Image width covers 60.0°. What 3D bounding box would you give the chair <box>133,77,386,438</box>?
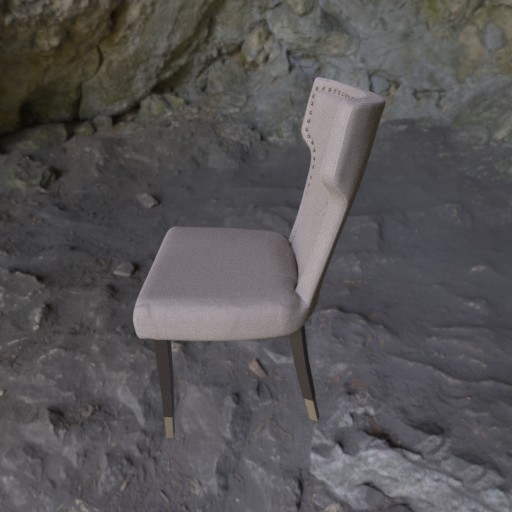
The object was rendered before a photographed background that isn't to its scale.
[{"bbox_3d":[0.000,0.000,1.327,0.630,0.955,0.526,0,27,0],"label":"chair"}]
